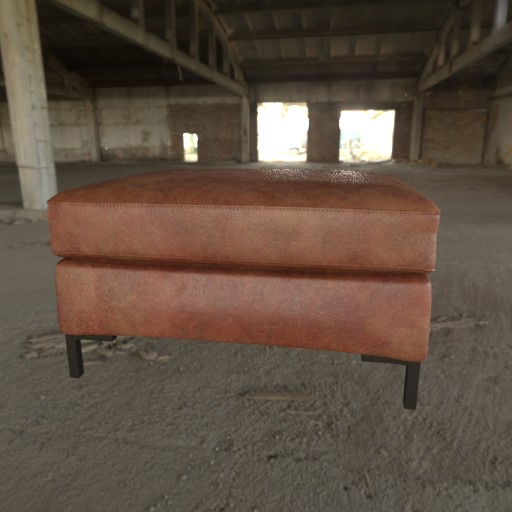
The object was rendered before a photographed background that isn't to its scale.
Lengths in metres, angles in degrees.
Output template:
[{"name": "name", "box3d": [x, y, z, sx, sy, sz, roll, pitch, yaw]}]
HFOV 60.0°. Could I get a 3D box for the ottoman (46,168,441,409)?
[{"name": "ottoman", "box3d": [0.000, 0.000, 1.784, 1.186, 0.667, 0.965, 2, 15, 9]}]
